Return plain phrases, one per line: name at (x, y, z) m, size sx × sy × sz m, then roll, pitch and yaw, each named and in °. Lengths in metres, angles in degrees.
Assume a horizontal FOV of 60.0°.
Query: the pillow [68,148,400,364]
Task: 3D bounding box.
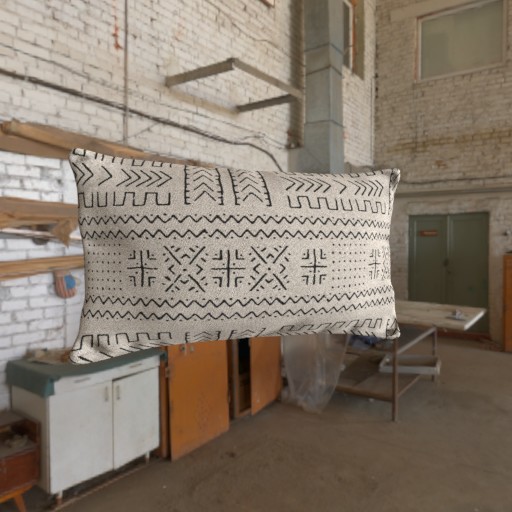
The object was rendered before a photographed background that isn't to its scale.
pillow at (0.000, 0.000, 0.809) m, size 0.637 × 0.352 × 0.188 m, roll -1°, pitch 2°, yaw -19°
